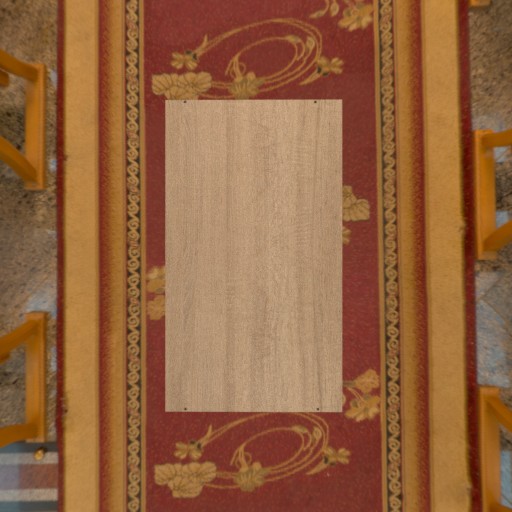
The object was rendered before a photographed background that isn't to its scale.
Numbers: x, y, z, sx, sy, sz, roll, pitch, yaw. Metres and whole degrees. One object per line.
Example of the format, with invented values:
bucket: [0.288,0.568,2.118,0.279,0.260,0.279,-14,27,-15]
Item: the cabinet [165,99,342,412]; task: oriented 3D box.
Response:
cabinet: [0.000,0.000,2.429,0.571,1.999,1.006,0,90,0]
